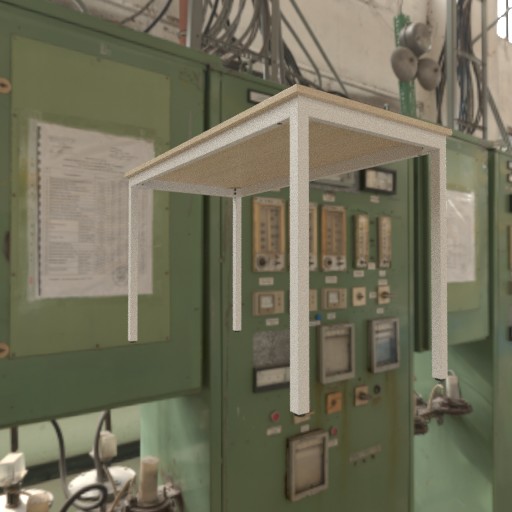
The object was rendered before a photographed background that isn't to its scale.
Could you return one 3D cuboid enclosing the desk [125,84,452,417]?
[{"bbox_3d":[0.000,0.000,1.644,0.600,0.750,1.200,1,-1,-34],"label":"desk"}]
